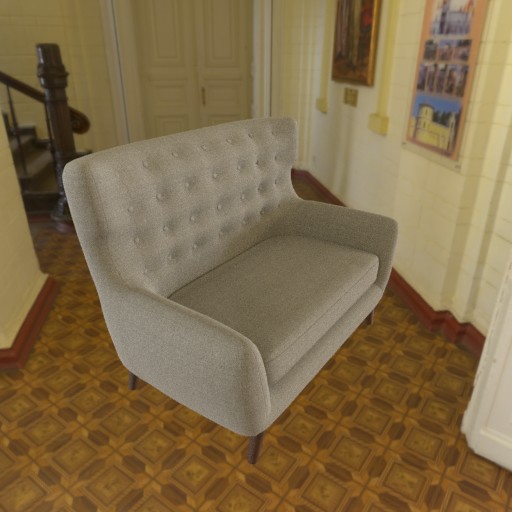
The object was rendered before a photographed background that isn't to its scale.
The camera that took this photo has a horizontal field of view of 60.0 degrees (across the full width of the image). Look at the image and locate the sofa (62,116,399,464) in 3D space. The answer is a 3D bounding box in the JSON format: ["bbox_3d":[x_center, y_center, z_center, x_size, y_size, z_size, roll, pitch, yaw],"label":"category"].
[{"bbox_3d":[0.000,0.000,2.004,0.884,1.028,1.386,17,31,32],"label":"sofa"}]
